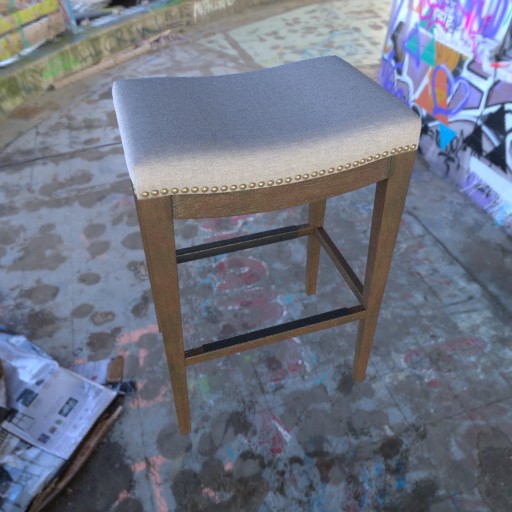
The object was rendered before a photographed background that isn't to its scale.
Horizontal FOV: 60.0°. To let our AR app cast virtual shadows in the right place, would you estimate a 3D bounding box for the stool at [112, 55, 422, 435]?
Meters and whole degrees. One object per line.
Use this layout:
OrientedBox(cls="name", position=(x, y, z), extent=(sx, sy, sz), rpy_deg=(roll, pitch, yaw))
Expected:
OrientedBox(cls="stool", position=(0.000, 0.000, 1.024), extent=(0.508, 0.762, 0.356), rpy_deg=(-12, 44, -13))
